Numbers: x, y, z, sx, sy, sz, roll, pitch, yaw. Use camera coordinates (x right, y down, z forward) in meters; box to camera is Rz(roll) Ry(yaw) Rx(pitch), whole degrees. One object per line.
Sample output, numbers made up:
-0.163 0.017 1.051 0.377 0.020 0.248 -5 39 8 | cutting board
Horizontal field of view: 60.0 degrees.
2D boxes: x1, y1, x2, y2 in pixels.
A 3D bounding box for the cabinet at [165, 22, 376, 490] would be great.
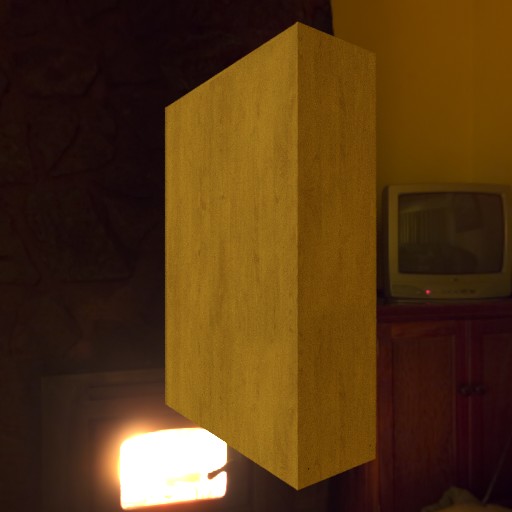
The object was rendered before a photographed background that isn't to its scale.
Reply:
0.000 0.000 2.480 0.510 1.910 1.290 0 0 -36 | cabinet
